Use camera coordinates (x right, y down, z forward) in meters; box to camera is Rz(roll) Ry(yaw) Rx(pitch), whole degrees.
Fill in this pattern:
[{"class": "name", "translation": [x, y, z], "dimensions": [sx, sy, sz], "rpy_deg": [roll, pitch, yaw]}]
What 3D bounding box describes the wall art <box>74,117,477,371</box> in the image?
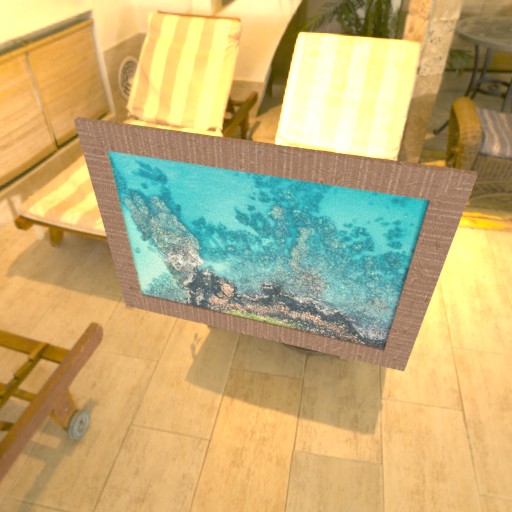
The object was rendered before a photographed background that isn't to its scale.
[{"class": "wall art", "translation": [0.000, 0.000, 1.377], "dimensions": [1.056, 0.761, 0.020], "rpy_deg": [11, 42, 13]}]
